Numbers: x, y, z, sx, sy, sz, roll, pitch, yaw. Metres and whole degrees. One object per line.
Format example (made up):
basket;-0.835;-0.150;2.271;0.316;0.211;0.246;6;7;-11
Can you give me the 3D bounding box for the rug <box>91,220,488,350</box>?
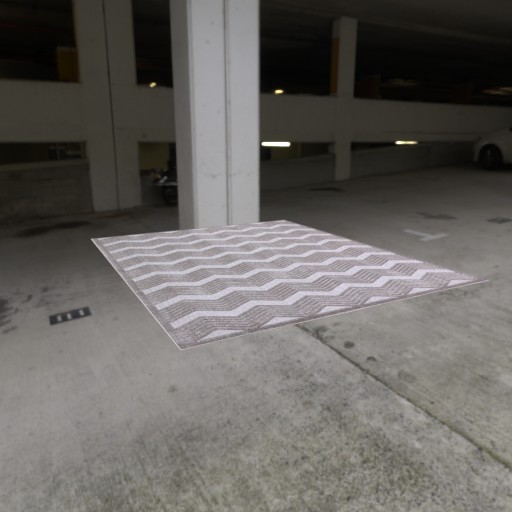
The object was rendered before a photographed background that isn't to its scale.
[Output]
rug;0.000;0.000;3.974;2.391;0.005;2.880;-8;17;-27
